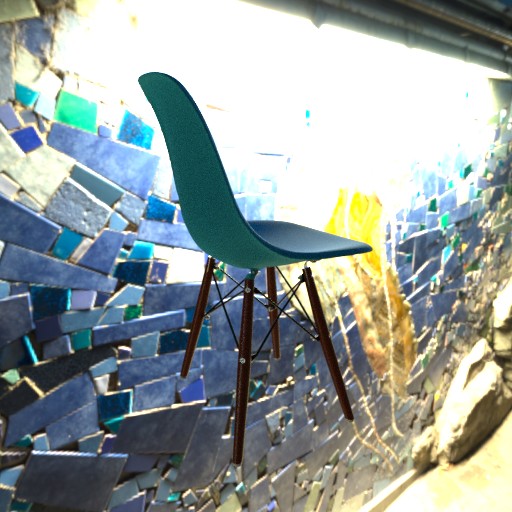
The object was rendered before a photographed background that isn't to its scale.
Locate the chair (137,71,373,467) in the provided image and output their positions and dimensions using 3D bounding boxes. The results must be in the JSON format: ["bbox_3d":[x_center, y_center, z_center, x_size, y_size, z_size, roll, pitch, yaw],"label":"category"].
[{"bbox_3d":[0.000,0.000,1.126,0.533,0.826,0.470,-7,16,-26],"label":"chair"}]
